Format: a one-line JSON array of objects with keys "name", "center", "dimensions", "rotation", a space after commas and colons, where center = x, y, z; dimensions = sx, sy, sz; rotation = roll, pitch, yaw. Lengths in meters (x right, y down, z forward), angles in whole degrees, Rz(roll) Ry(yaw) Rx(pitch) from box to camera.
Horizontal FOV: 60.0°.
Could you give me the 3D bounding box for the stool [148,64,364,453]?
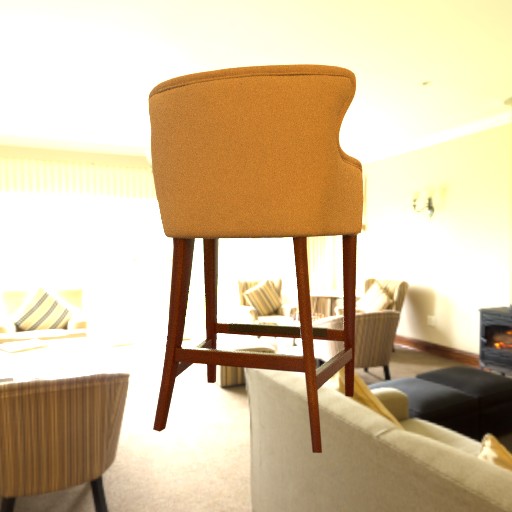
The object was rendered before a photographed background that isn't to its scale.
[{"name": "stool", "center": [0.000, 0.000, 1.327], "dimensions": [0.601, 0.951, 0.570], "rotation": [0, 1, 17]}]
